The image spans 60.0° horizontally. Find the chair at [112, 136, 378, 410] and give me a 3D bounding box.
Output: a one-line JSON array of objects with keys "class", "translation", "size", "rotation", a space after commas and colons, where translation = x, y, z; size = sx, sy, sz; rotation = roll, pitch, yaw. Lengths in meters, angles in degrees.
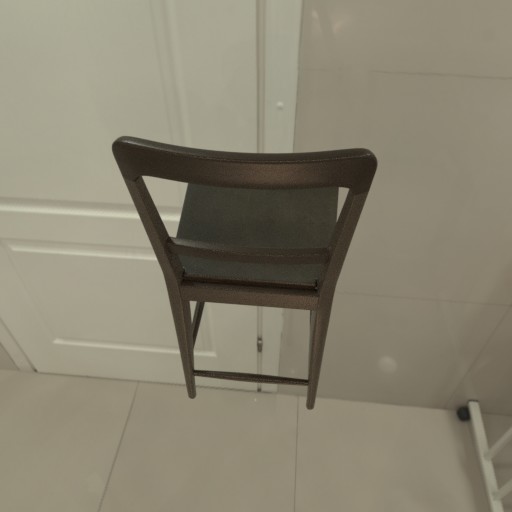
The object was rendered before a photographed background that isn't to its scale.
[{"class": "chair", "translation": [0.000, 0.000, 1.229], "size": [0.450, 0.991, 0.546], "rotation": [4, 45, 4]}]
